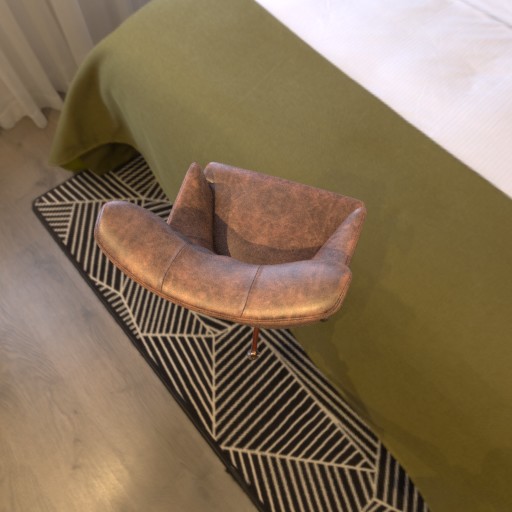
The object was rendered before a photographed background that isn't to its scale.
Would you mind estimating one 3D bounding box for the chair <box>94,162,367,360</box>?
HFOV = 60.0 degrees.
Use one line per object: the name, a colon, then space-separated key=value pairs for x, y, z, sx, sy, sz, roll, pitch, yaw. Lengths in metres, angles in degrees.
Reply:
chair: x=0.000 y=0.000 z=1.498 sx=0.641 sy=1.035 sz=0.762 roll=16 pitch=64 yaw=8
